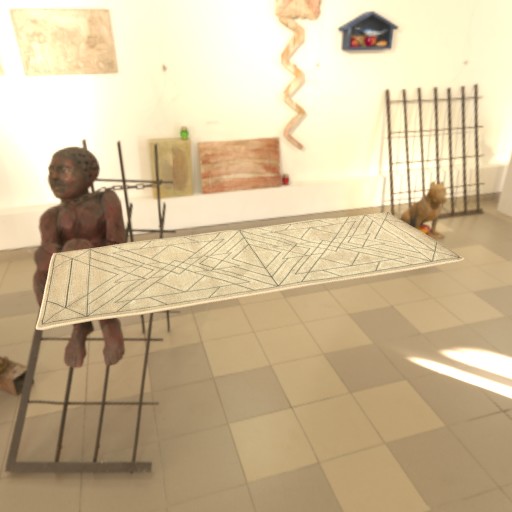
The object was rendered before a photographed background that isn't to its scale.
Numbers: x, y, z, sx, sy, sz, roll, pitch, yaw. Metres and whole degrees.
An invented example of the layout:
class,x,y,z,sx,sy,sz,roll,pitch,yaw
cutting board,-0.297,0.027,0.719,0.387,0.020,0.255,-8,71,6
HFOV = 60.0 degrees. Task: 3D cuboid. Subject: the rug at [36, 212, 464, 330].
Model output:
class,x,y,z,sx,sy,sz,roll,pitch,yaw
rug,0.000,0.000,2.705,2.381,0.036,0.831,-8,28,-16
